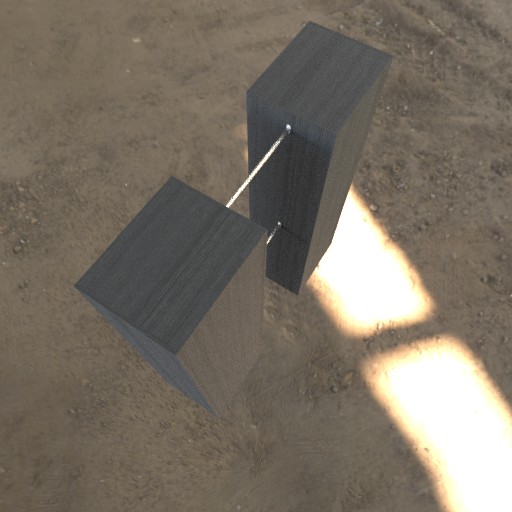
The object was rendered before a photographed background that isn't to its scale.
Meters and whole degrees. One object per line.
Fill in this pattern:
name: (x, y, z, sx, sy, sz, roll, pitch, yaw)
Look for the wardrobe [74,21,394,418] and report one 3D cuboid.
wardrobe: (0.000, 0.000, 2.821, 0.480, 2.000, 1.770, 30, 68, 14)
